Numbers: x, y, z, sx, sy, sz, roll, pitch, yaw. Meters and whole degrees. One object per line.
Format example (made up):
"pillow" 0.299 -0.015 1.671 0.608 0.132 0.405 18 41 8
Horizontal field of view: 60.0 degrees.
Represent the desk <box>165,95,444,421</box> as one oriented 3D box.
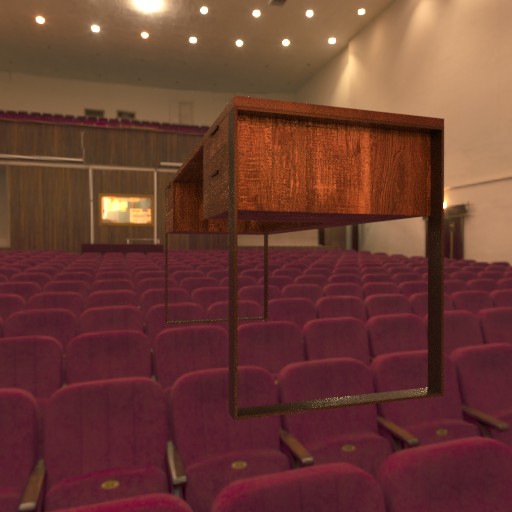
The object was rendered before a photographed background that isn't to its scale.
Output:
"desk" 0.000 0.000 1.853 0.599 0.762 1.524 0 0 -18
